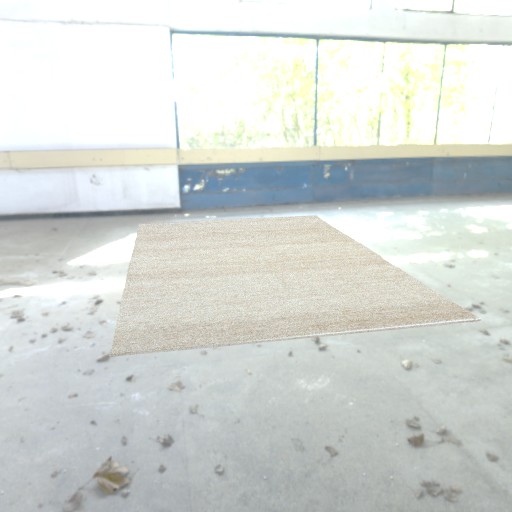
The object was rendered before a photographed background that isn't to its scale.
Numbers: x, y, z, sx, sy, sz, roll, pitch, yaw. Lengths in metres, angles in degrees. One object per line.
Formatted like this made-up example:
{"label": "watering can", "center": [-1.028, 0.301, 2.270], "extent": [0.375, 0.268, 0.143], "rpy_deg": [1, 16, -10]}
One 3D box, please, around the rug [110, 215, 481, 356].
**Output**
{"label": "rug", "center": [0.000, 0.000, 2.888], "extent": [1.596, 0.030, 2.283], "rpy_deg": [-3, 17, -11]}
